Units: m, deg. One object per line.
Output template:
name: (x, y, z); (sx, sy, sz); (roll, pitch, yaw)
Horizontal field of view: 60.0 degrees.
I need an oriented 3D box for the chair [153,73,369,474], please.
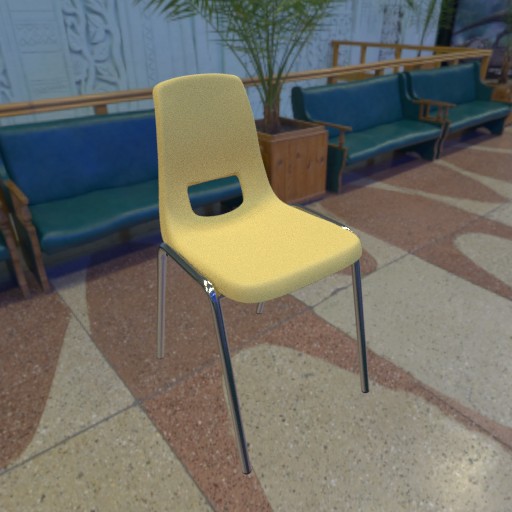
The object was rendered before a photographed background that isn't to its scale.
chair: (0.000, 0.000, 0.973); (0.381, 0.704, 0.436); (-20, 35, -32)
